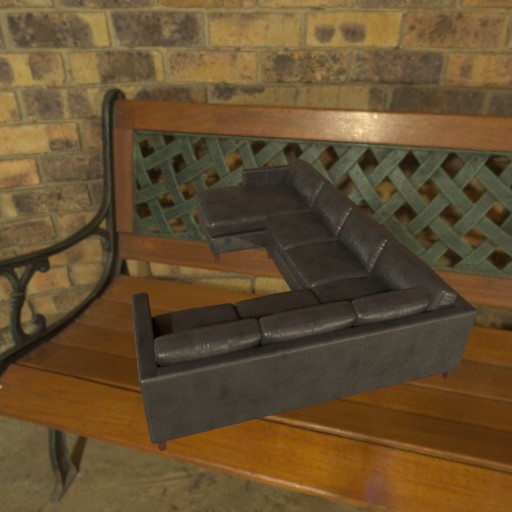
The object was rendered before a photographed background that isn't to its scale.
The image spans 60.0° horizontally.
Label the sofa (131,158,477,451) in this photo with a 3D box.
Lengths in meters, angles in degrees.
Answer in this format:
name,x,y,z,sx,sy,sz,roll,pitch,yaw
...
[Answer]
name,x,y,z,sx,sy,sz,roll,pitch,yaw
sofa,0.000,0.000,4.476,2.452,0.891,3.324,-9,33,-14
